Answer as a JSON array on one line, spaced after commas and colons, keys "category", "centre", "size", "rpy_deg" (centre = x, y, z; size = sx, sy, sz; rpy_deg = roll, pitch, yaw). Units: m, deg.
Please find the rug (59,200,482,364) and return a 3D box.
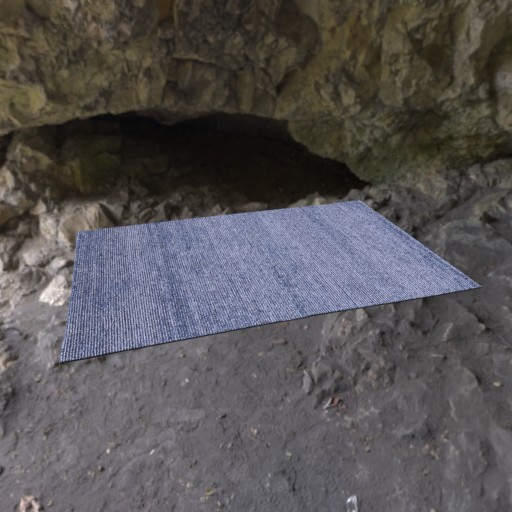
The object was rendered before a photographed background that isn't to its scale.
[{"category": "rug", "centre": [0.000, 0.000, 2.239], "size": [1.777, 0.021, 1.145], "rpy_deg": [-8, 29, -14]}]
